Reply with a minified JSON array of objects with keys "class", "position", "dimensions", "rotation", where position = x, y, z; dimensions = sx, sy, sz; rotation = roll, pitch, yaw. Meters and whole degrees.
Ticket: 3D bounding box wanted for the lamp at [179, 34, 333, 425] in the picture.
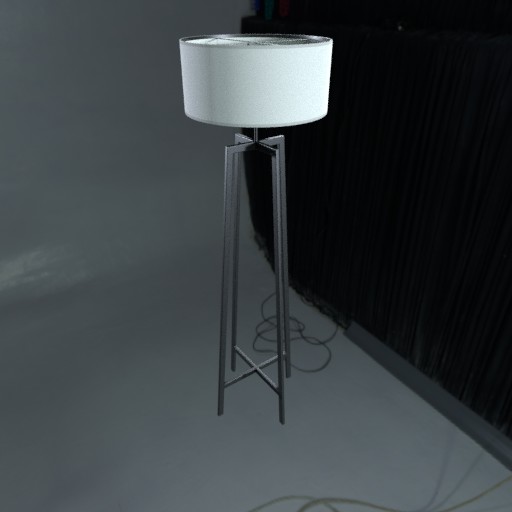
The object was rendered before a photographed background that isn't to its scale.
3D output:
[{"class":"lamp","position":[0.000,0.000,1.714],"dimensions":[0.457,1.510,0.456],"rotation":[-20,35,-30]}]
